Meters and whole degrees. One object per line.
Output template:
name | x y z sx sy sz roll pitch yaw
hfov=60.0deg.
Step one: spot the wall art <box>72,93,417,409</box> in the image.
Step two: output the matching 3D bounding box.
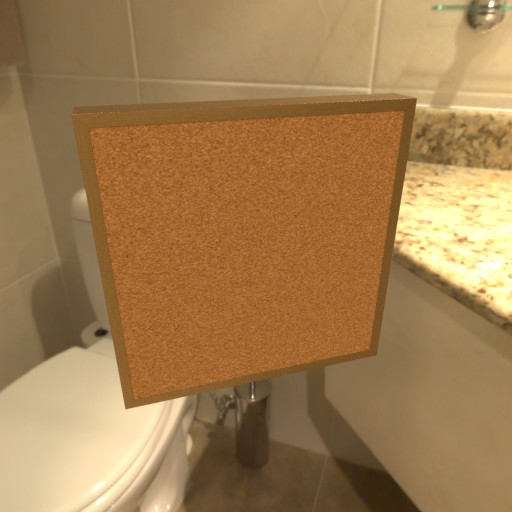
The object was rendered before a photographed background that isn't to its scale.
wall art | 0.000 0.000 0.461 0.304 0.305 0.038 -8 28 -15
